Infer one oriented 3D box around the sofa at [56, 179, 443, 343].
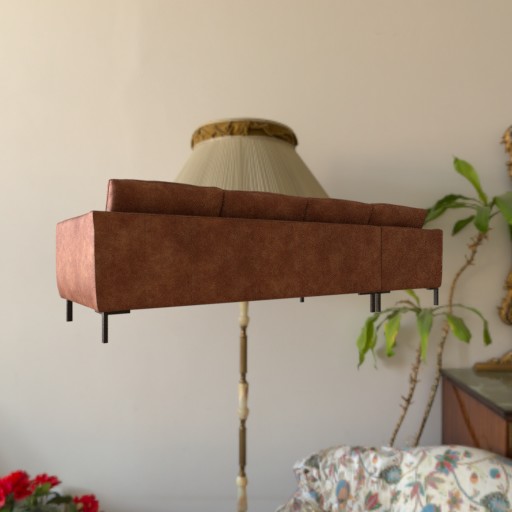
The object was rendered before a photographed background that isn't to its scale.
[{"bbox_3d":[0.000,0.000,3.605,2.993,0.859,1.471,0,0,-35],"label":"sofa"}]
